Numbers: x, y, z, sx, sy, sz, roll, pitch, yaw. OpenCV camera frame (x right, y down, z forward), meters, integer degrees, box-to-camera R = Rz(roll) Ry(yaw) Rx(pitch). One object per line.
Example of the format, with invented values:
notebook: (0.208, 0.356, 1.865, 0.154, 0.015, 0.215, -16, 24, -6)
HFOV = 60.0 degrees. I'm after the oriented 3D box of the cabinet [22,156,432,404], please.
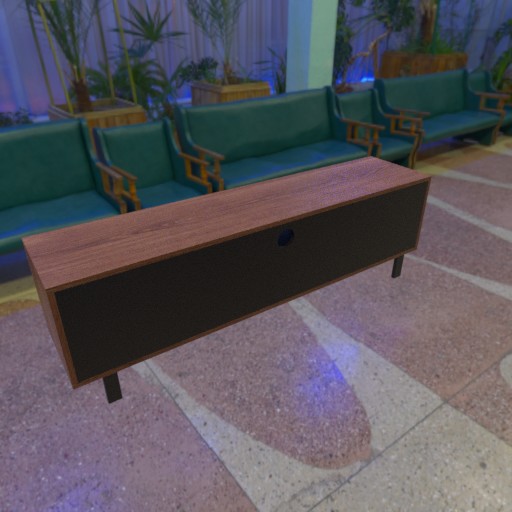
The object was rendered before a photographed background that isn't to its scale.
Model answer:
cabinet: (0.000, 0.000, 1.873, 1.650, 0.500, 0.400, -18, 34, -29)
